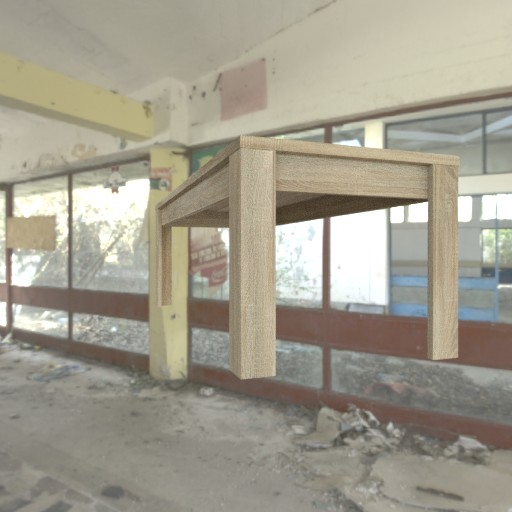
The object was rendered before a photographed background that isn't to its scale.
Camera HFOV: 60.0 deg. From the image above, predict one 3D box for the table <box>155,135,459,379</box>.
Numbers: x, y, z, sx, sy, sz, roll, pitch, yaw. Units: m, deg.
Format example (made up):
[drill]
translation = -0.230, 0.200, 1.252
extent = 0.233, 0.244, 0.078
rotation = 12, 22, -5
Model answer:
[table]
translation = 0.000, 0.000, 2.617
extent = 0.900, 0.790, 2.200
rotation = 0, 0, -20
